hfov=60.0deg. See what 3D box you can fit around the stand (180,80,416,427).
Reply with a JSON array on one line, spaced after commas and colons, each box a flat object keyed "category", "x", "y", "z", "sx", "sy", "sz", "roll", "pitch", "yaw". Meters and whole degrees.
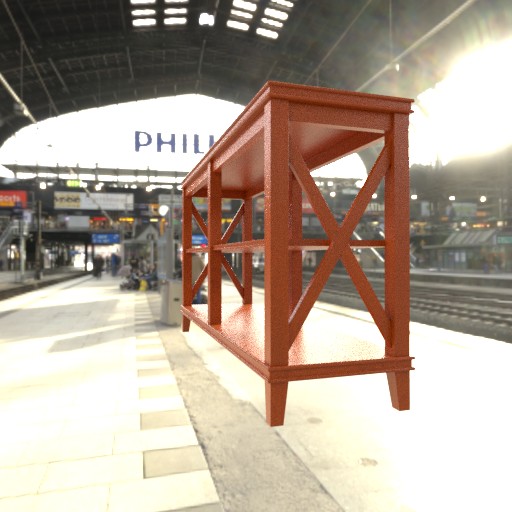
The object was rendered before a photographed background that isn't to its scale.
[{"category": "stand", "x": 0.000, "y": 0.000, "z": 1.678, "sx": 0.381, "sy": 0.762, "sz": 1.372, "roll": 0, "pitch": 0, "yaw": -18}]
